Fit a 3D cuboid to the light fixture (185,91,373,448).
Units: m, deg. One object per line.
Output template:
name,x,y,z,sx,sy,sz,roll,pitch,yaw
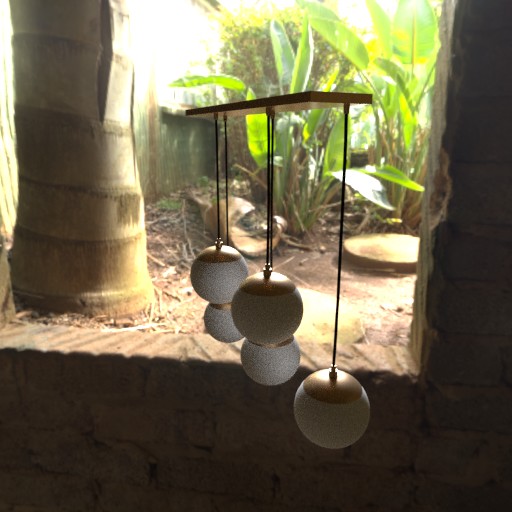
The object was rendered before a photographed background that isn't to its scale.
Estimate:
light fixture,0.000,0.000,1.336,0.299,0.869,0.863,-8,17,-26
